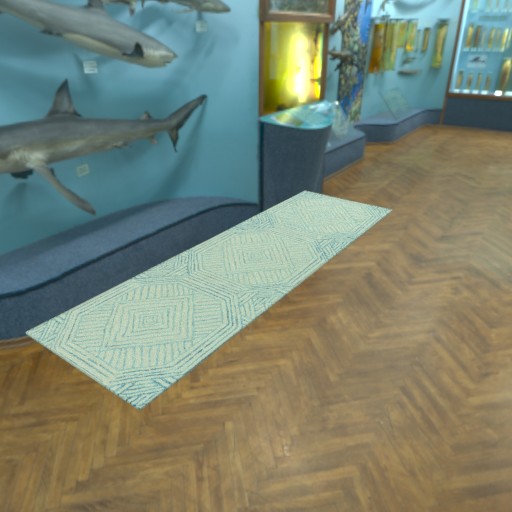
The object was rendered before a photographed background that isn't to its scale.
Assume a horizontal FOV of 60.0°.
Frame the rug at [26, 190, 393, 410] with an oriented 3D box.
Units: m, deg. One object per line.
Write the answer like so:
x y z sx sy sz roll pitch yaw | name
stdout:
0.000 0.000 2.666 0.775 0.012 2.452 18 32 32 | rug
